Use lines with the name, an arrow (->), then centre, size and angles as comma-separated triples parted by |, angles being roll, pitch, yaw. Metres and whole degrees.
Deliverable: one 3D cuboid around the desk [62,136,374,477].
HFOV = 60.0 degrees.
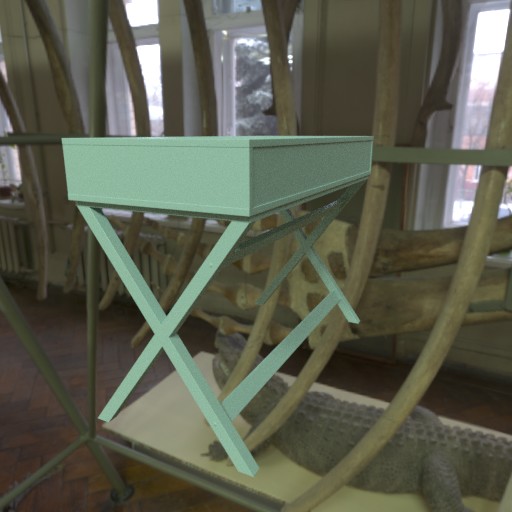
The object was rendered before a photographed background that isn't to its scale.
desk -> 0.000, 0.000, 1.504 | 0.509, 0.780, 1.059 | 8, 17, 26
